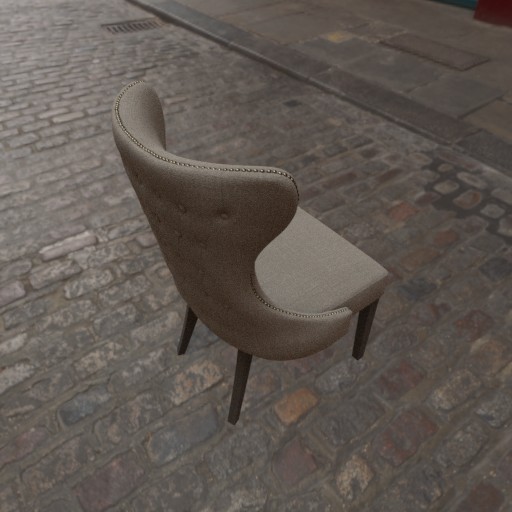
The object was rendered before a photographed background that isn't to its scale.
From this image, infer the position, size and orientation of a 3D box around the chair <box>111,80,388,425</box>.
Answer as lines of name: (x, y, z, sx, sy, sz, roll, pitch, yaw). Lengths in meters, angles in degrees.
chair: (0.000, 0.000, 1.336, 0.635, 0.967, 0.628, -27, 48, -27)
